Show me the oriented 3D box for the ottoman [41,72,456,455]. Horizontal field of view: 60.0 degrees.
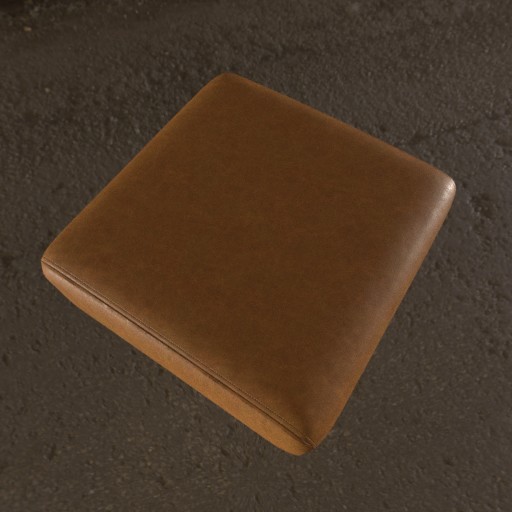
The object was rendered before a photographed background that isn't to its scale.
[{"bbox_3d":[0.000,0.000,1.040,0.650,0.399,0.650,30,67,14],"label":"ottoman"}]
